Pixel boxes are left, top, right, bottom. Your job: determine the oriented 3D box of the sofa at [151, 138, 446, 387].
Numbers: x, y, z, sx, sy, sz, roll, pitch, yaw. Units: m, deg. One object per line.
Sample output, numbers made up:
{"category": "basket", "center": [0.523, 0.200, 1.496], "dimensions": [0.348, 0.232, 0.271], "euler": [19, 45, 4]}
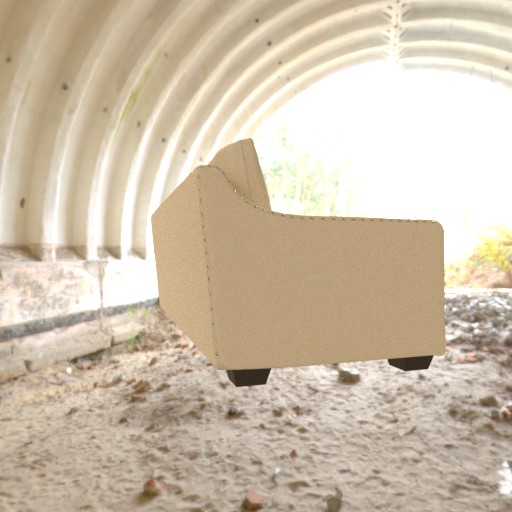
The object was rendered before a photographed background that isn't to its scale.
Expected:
{"category": "sofa", "center": [0.000, 0.000, 2.343], "dimensions": [0.949, 0.830, 1.812], "euler": [0, 0, -18]}
